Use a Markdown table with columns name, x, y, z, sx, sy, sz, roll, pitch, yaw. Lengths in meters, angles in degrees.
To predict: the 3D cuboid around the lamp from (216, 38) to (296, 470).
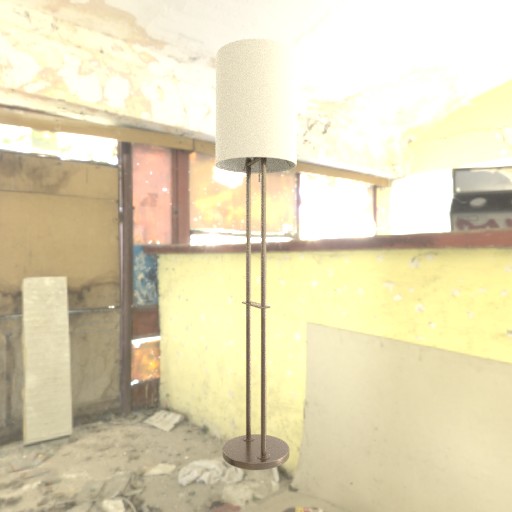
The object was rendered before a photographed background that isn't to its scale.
| name | x | y | z | sx | sy | sz | roll | pitch | yaw |
| --- | --- | --- | --- | --- | --- | --- | --- | --- | --- |
| lamp | 0.000 | 0.000 | 1.679 | 0.305 | 1.500 | 0.306 | 0 | 0 | -20 |
